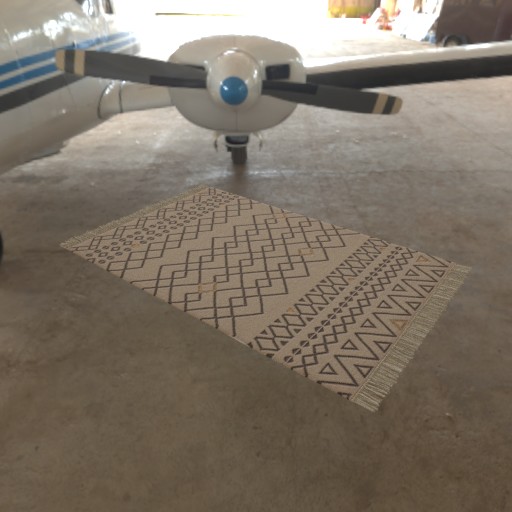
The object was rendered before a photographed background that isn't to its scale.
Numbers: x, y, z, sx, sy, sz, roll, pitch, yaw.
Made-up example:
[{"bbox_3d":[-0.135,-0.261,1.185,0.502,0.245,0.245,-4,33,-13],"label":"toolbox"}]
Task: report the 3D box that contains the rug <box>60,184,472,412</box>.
[{"bbox_3d":[0.000,0.000,2.505,2.023,0.028,1.224,22,37,32],"label":"rug"}]
